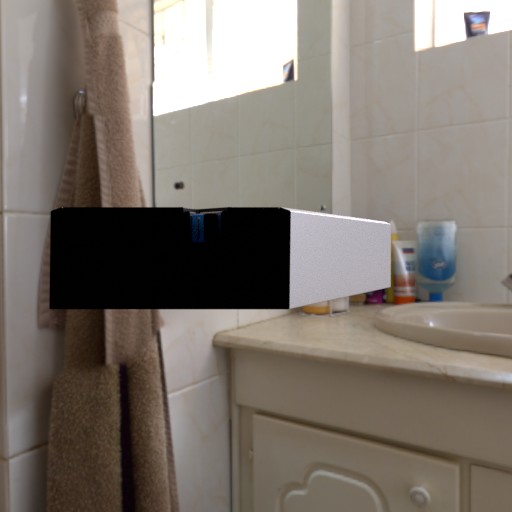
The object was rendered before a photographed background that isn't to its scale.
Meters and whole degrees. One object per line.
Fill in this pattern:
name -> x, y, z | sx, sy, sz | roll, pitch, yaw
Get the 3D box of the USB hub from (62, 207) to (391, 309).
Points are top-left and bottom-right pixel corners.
USB hub -> 0.000, 0.000, 0.127 | 0.044, 0.023, 0.110 | 1, 1, 35
